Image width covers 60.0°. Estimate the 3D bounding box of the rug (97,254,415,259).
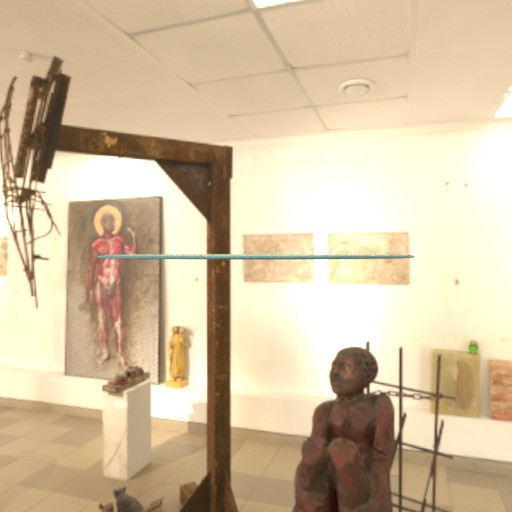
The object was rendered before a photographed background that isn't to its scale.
[{"bbox_3d":[0.000,0.000,2.362,1.593,0.012,1.593,0,0,0],"label":"rug"}]
